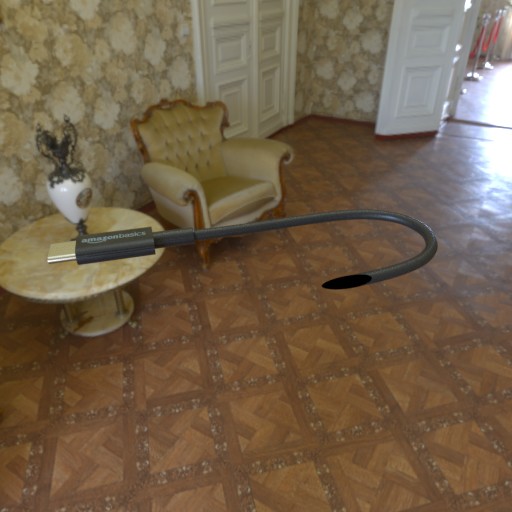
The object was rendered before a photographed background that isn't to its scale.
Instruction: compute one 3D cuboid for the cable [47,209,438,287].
[{"bbox_3d":[0.000,0.000,0.110,0.098,0.006,0.040,-8,32,-13],"label":"cable"}]
